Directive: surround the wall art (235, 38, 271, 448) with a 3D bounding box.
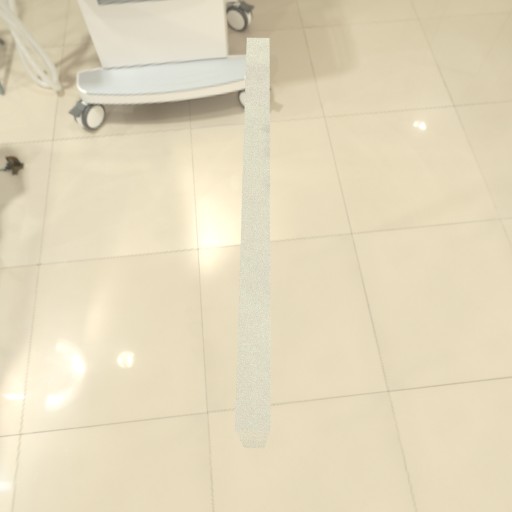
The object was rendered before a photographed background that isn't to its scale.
[{"bbox_3d":[0.000,0.000,0.787,0.038,0.407,0.609,1,64,0],"label":"wall art"}]
